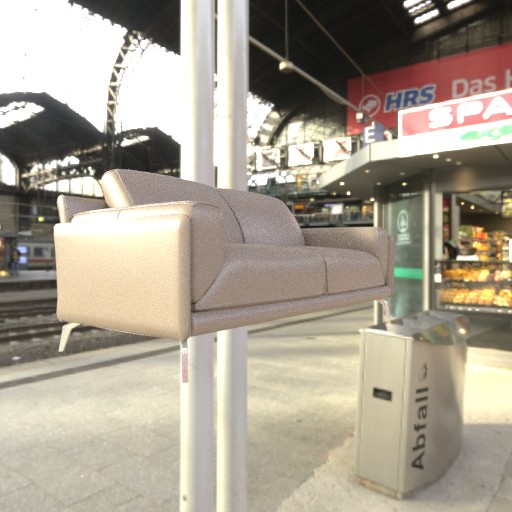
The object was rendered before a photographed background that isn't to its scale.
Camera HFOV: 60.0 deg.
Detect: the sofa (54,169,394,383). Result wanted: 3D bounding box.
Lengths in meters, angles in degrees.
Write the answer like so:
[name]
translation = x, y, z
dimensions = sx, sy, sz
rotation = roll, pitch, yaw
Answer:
[sofa]
translation = 0.000, 0.000, 2.653
dimensions = 1.049, 0.930, 2.101
rotation = 0, 0, 37
